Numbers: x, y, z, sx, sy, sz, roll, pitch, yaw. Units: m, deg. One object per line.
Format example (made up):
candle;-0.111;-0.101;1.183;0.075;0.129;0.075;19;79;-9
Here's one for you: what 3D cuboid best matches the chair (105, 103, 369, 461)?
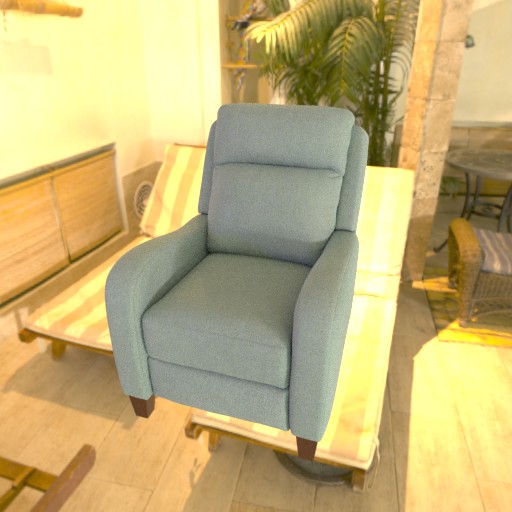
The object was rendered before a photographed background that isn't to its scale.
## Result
chair;0.000;0.000;1.773;0.785;1.067;0.988;8;27;16
